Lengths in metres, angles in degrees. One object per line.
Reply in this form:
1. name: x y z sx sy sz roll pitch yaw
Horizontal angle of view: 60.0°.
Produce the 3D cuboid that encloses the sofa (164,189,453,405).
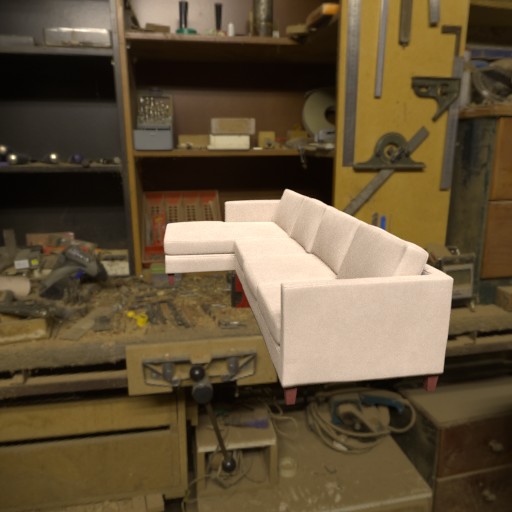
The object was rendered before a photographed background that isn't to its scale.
1. sofa: 0.000 0.000 3.789 1.625 0.846 3.186 -2 15 -9
